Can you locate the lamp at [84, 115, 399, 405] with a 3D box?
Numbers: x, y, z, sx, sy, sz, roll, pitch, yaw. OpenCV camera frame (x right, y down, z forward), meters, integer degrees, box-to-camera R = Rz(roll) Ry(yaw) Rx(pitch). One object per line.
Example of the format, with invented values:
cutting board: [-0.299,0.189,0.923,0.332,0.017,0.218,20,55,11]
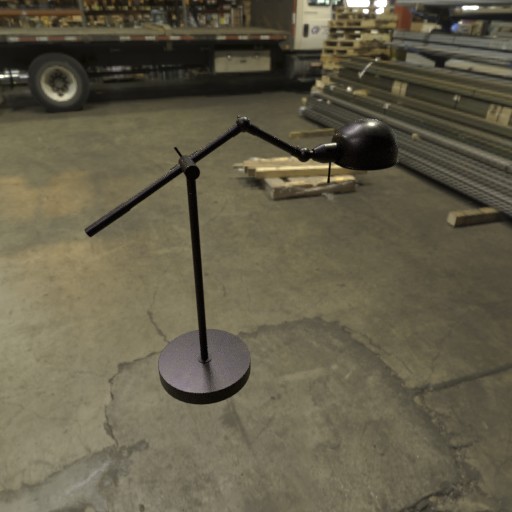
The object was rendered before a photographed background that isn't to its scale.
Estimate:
lamp: [0.000,0.000,0.817,0.567,0.495,0.185,-10,31,-16]
